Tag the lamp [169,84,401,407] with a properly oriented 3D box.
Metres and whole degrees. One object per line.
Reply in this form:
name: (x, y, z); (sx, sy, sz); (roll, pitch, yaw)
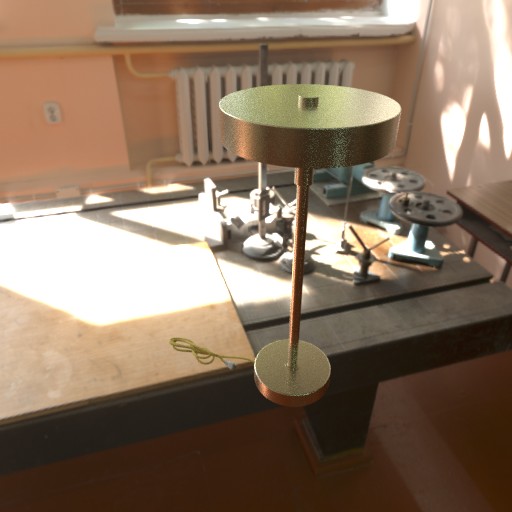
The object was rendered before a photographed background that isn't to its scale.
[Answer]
lamp: (0.000, 0.000, 0.715); (0.369, 0.508, 0.229); (10, 34, 15)
